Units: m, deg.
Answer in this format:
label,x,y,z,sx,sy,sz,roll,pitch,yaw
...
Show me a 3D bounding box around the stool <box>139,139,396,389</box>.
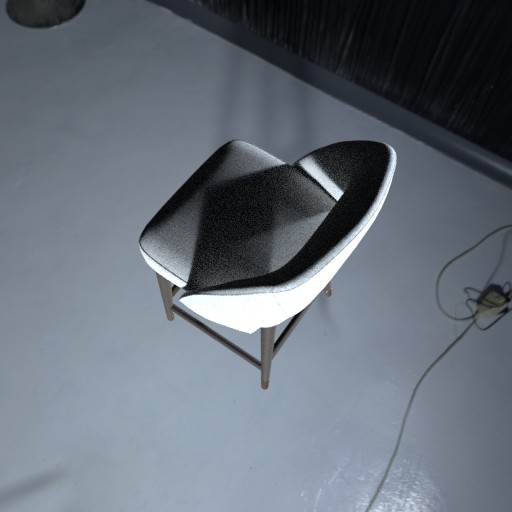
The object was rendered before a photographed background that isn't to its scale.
label,x,y,z,sx,sy,sz,roll,pitch,yaw
stool,0.000,0.000,1.264,0.509,0.940,0.494,33,69,15
